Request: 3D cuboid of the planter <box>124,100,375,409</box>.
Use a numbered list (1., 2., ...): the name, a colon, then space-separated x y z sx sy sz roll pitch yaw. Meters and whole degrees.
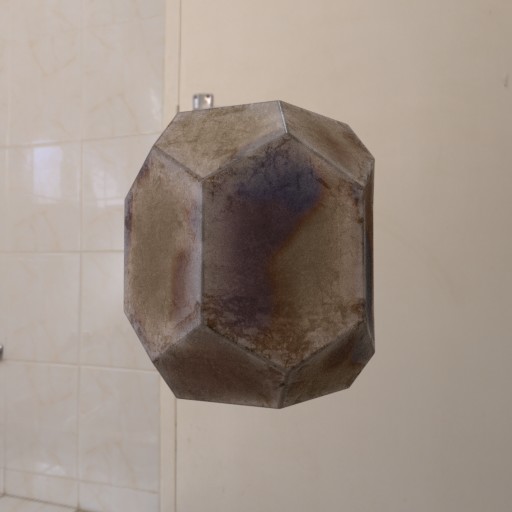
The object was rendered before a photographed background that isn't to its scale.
1. planter: 0.000 0.000 0.425 0.221 0.238 0.243 0 -1 18
